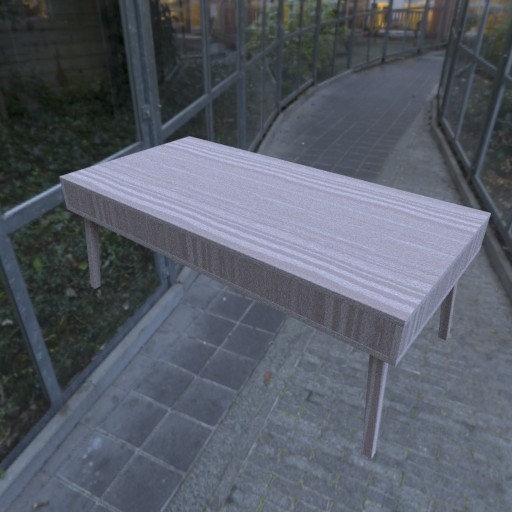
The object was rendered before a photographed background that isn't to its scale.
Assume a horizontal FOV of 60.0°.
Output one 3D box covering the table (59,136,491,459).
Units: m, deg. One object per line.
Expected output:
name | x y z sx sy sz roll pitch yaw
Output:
table | 0.000 0.000 1.472 1.200 0.450 0.600 22 38 32
